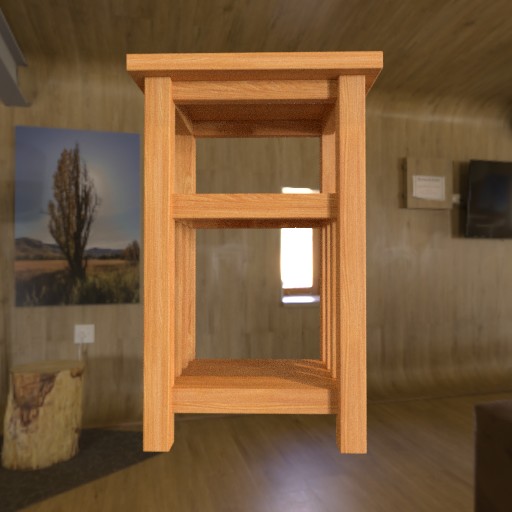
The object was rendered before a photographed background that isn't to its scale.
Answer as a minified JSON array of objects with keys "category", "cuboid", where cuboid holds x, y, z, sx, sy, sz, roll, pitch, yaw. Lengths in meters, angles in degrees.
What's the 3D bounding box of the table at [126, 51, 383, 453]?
[{"category":"table","cuboid":[0.000,0.000,0.734,0.350,0.550,0.270,0,-1,1]}]
